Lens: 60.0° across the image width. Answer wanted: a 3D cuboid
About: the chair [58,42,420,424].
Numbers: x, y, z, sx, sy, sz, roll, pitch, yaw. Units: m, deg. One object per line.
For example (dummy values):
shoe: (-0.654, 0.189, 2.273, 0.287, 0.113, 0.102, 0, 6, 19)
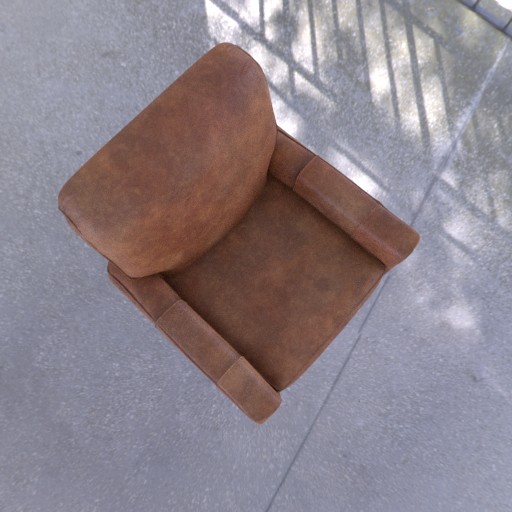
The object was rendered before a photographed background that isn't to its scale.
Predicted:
chair: (0.000, 0.000, 1.610, 0.836, 1.043, 0.843, 42, 80, 9)
